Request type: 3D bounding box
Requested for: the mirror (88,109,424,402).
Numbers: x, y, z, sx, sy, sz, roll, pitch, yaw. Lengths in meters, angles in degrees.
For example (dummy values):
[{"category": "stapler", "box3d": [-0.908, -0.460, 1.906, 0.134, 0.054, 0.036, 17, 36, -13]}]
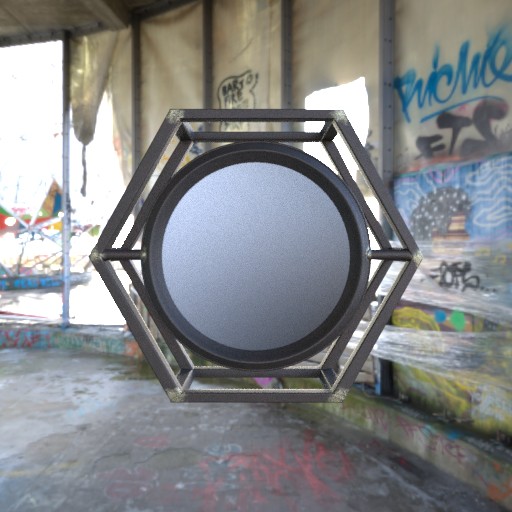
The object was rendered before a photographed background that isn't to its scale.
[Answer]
[{"category": "mirror", "box3d": [0.000, 0.000, 0.556, 0.380, 0.334, 0.119, 0, 1, 0]}]
